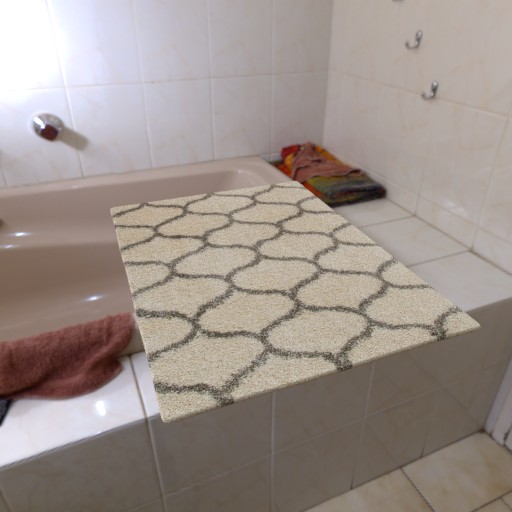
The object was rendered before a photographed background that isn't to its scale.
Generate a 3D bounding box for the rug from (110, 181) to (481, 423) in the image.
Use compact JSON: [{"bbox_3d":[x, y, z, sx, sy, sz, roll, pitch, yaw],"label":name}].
[{"bbox_3d":[0.000,0.000,2.116,1.200,0.025,1.600,-11,32,-18],"label":"rug"}]
